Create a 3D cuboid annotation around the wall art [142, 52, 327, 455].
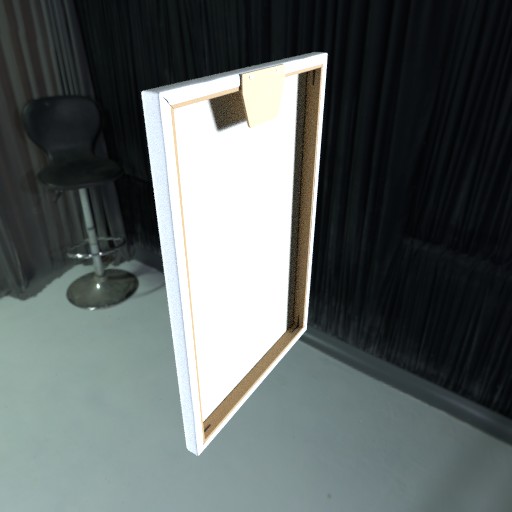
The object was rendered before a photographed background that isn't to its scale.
[{"bbox_3d":[0.000,0.000,1.141,0.048,0.902,0.602,19,36,28],"label":"wall art"}]
